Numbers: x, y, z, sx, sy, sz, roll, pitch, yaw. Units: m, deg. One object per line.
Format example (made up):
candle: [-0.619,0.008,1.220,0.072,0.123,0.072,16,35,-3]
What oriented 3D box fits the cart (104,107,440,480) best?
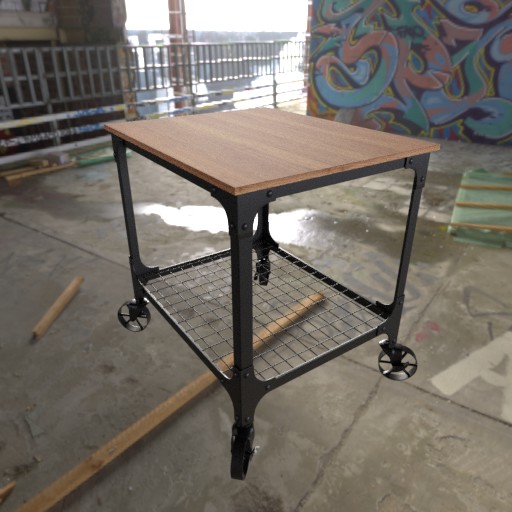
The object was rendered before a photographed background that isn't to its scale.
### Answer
cart: [0.000,0.000,1.108,0.558,0.603,0.666,-17,32,-31]
